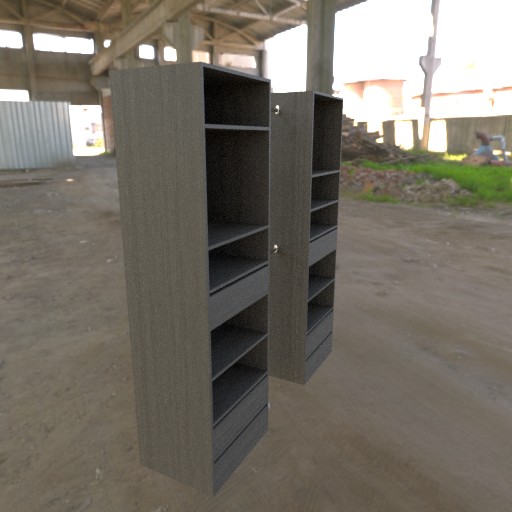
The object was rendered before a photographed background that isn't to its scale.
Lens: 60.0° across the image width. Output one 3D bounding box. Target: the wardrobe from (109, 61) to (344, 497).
[{"bbox_3d":[0.000,0.000,2.804,0.480,2.000,1.770,8,17,27],"label":"wardrobe"}]
